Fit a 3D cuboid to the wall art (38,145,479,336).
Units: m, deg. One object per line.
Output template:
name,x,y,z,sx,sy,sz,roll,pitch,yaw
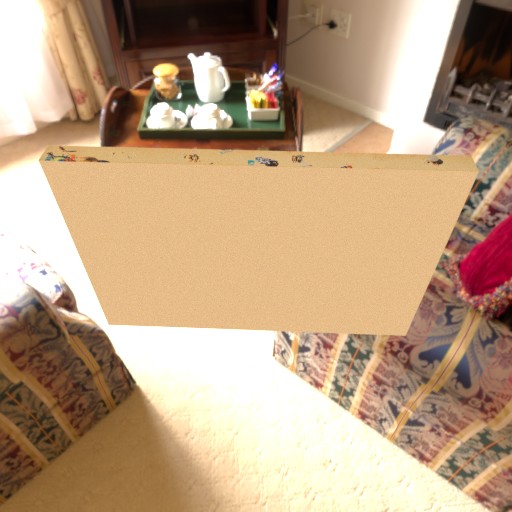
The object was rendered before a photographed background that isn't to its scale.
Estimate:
wall art,0.000,0.000,0.772,0.609,0.406,0.039,2,47,2
